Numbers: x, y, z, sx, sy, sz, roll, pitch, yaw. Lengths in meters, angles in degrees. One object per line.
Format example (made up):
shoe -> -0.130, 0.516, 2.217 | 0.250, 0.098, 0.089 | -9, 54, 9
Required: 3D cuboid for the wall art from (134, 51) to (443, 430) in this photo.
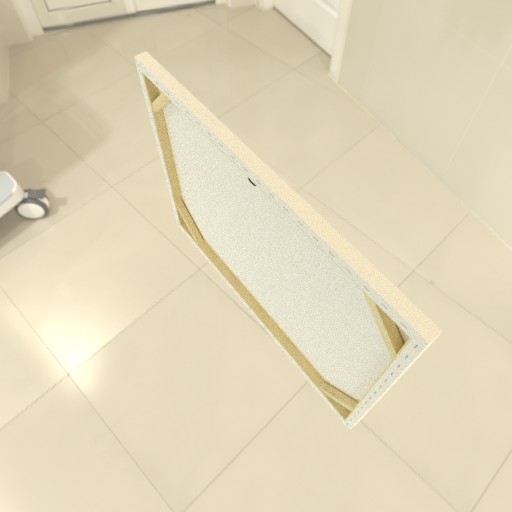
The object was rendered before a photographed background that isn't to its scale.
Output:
wall art -> 0.000, 0.000, 1.299 | 0.038, 0.762, 1.016 | -33, 64, -19
